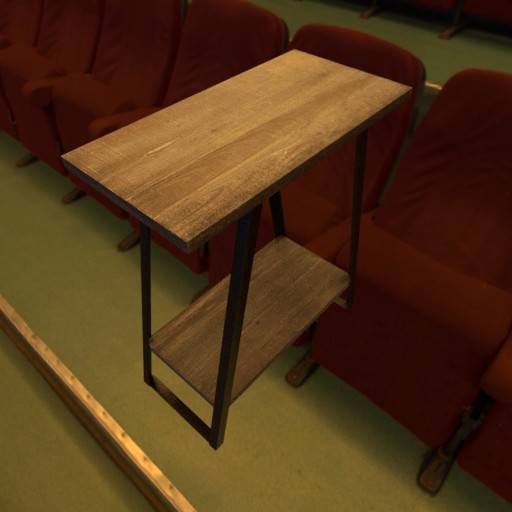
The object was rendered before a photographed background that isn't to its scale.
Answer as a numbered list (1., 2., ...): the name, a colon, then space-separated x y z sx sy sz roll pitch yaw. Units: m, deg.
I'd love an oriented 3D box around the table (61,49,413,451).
1. table: 0.000 0.000 1.040 0.300 0.701 0.599 33 54 28
